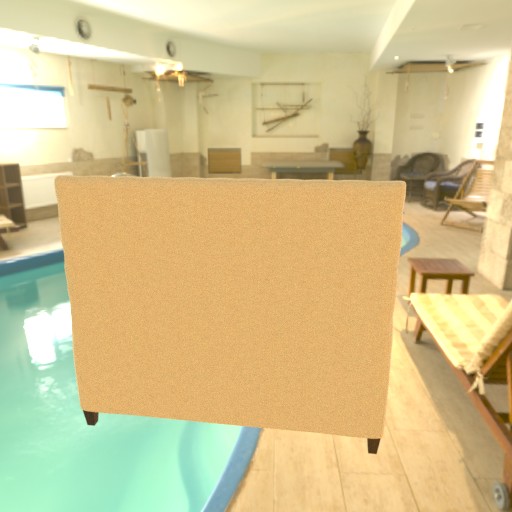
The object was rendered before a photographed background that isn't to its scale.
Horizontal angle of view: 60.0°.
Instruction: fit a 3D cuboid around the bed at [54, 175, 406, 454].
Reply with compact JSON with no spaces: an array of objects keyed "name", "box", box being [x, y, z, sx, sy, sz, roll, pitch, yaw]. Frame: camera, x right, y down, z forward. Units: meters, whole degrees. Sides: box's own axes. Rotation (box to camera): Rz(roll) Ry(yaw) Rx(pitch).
[{"name":"bed","box":[0.000,0.000,3.355,1.698,1.427,2.387,2,17,8]}]
